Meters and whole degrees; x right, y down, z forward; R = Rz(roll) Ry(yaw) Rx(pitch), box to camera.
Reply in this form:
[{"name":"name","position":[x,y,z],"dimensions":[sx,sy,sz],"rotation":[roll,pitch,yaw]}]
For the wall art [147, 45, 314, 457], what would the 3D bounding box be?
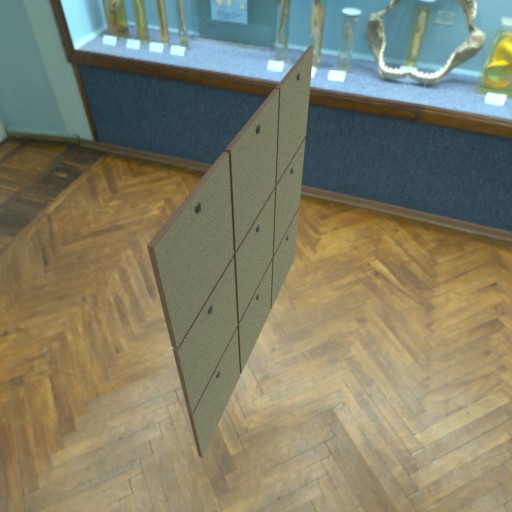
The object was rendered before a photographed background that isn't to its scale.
[{"name":"wall art","position":[0.000,0.000,1.328],"dimensions":[0.018,0.904,0.906],"rotation":[16,48,15]}]
